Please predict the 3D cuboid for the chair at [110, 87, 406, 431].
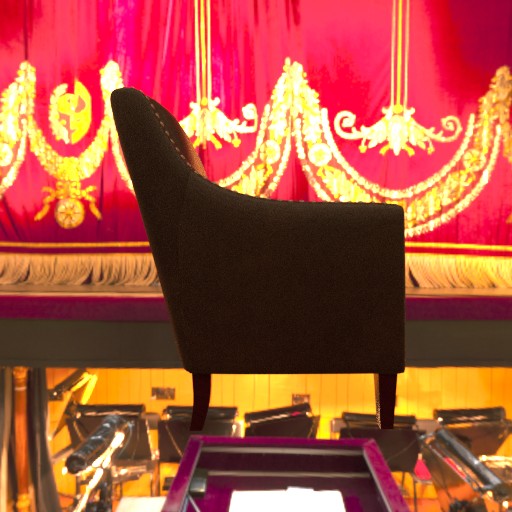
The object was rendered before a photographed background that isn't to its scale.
[{"bbox_3d":[0.000,0.000,1.329,0.704,0.813,0.639,0,1,-1],"label":"chair"}]
